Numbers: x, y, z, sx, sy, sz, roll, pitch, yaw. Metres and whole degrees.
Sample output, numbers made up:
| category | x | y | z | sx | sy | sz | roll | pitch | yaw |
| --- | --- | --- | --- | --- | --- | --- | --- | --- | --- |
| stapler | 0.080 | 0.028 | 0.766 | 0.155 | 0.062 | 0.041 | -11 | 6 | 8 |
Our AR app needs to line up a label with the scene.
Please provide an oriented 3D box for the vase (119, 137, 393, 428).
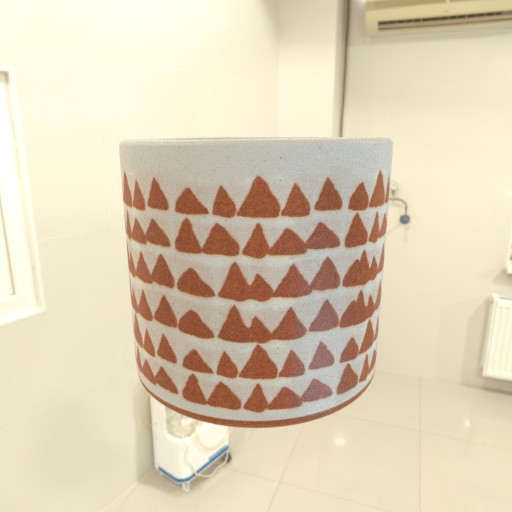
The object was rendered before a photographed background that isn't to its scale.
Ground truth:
| category | x | y | z | sx | sy | sz | roll | pitch | yaw |
| --- | --- | --- | --- | --- | --- | --- | --- | --- | --- |
| vase | 0.000 | 0.000 | 0.246 | 0.137 | 0.127 | 0.137 | 0 | 15 | 0 |
